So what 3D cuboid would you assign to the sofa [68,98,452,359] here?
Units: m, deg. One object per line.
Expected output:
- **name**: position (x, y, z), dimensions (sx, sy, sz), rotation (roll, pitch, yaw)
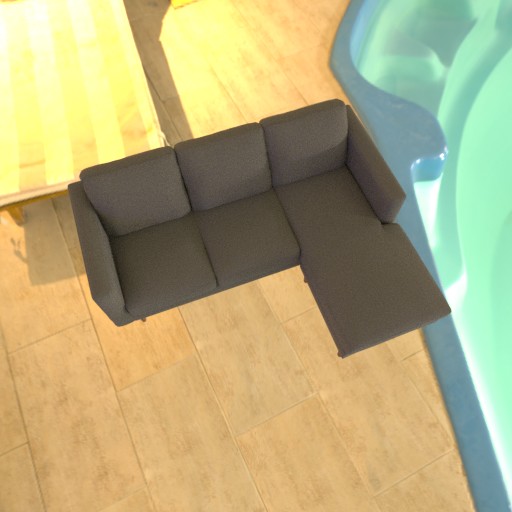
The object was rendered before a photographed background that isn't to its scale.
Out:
- **sofa**: position (0.000, 0.000, 2.911), dimensions (2.031, 0.897, 1.591), rotation (-18, 65, -9)
